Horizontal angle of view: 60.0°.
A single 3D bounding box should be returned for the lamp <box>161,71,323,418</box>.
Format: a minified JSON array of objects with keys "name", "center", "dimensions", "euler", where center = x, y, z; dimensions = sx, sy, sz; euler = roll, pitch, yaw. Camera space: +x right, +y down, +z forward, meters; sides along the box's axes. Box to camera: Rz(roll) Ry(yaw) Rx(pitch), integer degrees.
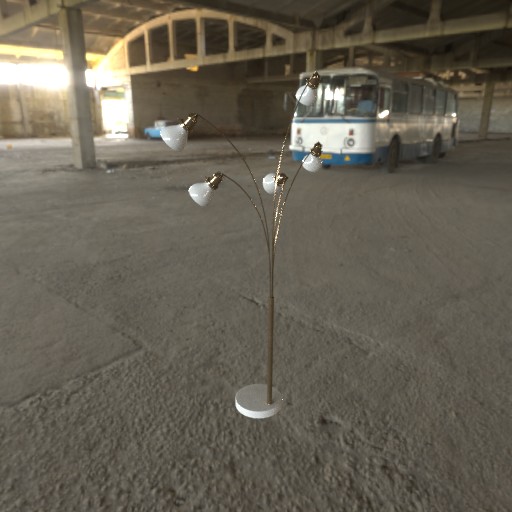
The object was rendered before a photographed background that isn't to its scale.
[{"name":"lamp","center":[0.000,0.000,3.073],"dimensions":[1.405,2.423,0.361],"euler":[-16,24,-42]}]
